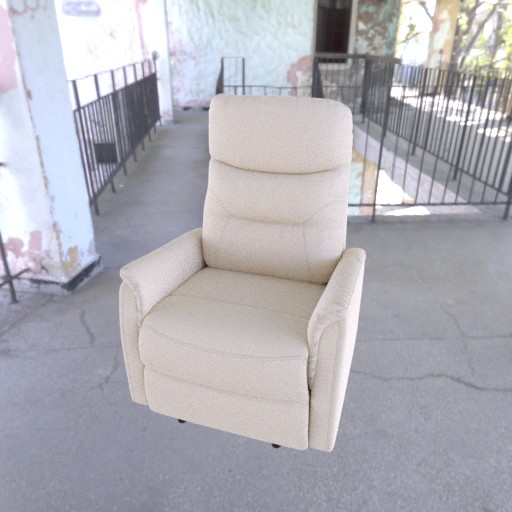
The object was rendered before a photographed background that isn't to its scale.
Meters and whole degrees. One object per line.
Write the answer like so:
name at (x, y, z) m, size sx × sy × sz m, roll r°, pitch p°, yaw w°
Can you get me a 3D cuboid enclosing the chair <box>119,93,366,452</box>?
chair at (0.000, 0.000, 1.656) m, size 0.775 × 1.082 × 0.831 m, roll 8°, pitch 27°, yaw 16°
